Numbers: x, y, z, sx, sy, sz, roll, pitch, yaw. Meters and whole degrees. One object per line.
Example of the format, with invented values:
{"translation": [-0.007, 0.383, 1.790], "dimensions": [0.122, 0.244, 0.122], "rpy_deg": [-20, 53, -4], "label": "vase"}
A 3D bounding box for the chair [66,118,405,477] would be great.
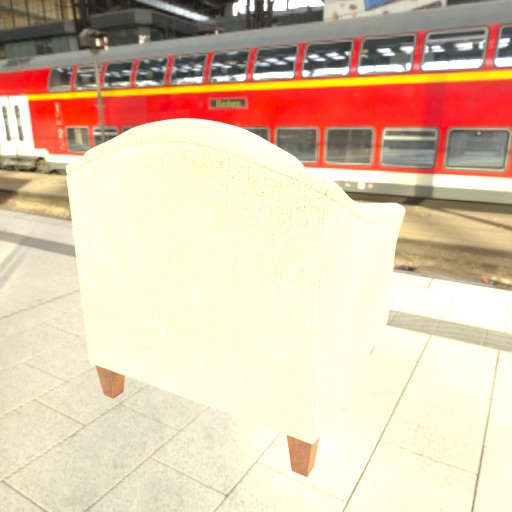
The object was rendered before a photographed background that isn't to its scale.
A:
{"translation": [0.000, 0.000, 1.422], "dimensions": [0.763, 0.839, 0.787], "rpy_deg": [9, 19, 28], "label": "chair"}
